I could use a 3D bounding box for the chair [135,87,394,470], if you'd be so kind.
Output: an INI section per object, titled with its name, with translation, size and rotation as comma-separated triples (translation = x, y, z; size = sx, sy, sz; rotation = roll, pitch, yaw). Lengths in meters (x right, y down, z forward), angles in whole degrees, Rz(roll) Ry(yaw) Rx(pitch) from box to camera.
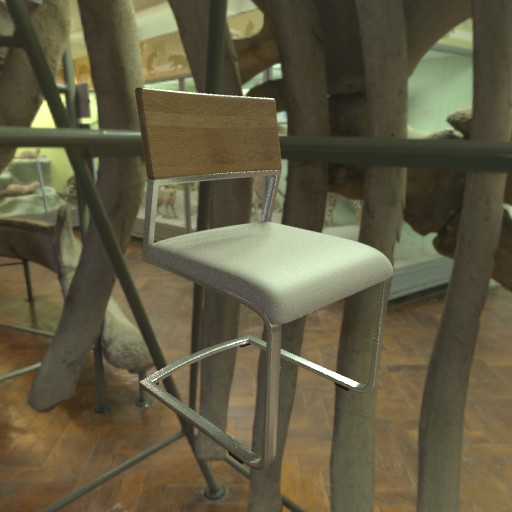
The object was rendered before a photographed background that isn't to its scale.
[chair]
translation = 0.000, 0.000, 1.194
size = 0.585, 0.844, 0.467
rotation = 15, 21, 43
